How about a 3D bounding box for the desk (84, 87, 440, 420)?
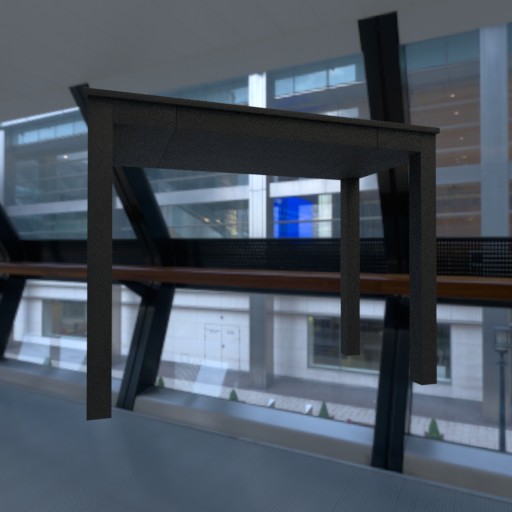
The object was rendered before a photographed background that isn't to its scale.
[{"bbox_3d":[0.000,0.000,1.399,0.991,0.762,0.499,0,-1,-18],"label":"desk"}]
